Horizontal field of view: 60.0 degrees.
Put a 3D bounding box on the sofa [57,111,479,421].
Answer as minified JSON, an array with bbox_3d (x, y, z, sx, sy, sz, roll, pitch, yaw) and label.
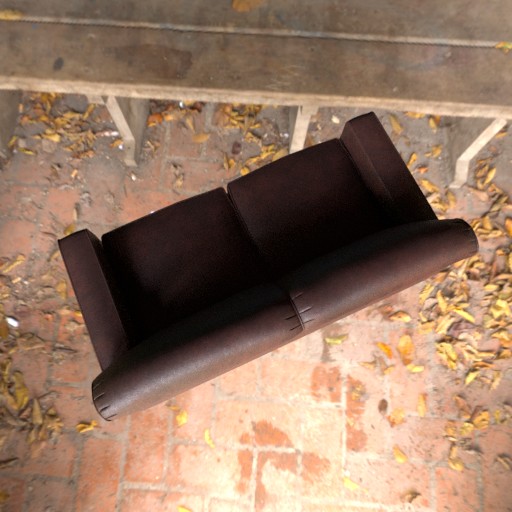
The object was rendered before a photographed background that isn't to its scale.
[{"bbox_3d":[0.000,0.000,2.397,1.856,0.966,1.000,-24,76,-6],"label":"sofa"}]
